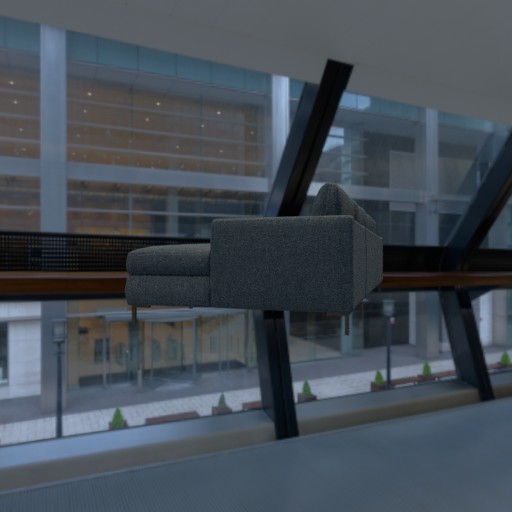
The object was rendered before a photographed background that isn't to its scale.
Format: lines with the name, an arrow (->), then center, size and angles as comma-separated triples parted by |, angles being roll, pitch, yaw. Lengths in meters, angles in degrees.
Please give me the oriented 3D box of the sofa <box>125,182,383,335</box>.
sofa -> 0.000, 0.000, 3.642 | 1.879, 0.753, 2.737 | 0, 0, 19
